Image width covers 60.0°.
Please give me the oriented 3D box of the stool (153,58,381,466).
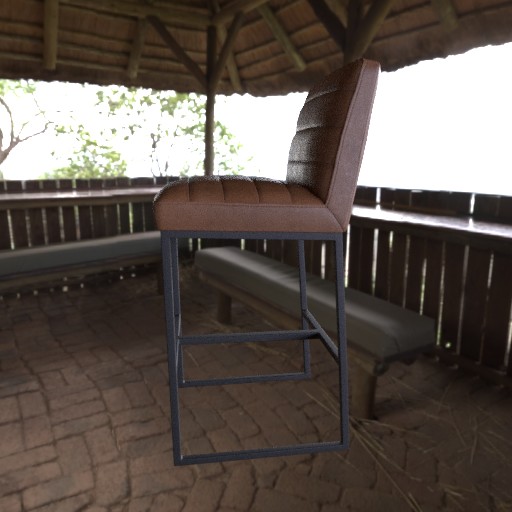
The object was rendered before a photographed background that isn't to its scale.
[{"bbox_3d":[0.000,0.000,1.318,0.556,1.040,0.458,-2,12,-8],"label":"stool"}]
